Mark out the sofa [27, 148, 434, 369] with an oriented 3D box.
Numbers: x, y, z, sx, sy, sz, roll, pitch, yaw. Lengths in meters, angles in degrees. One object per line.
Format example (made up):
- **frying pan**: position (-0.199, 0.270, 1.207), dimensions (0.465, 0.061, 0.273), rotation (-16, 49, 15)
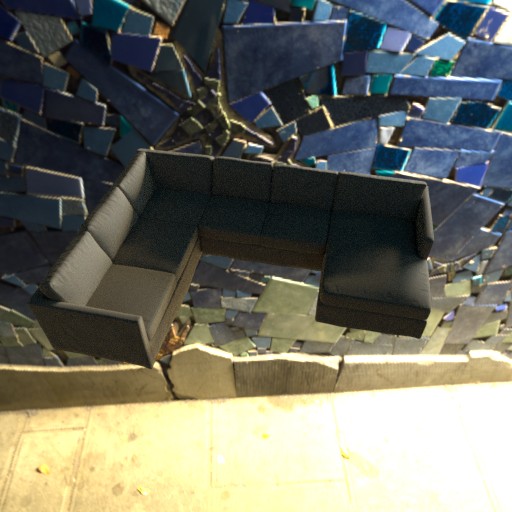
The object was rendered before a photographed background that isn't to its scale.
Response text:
- **sofa**: position (0.000, 0.000, 4.496), dimensions (3.460, 0.882, 2.427), rotation (8, 46, 8)
